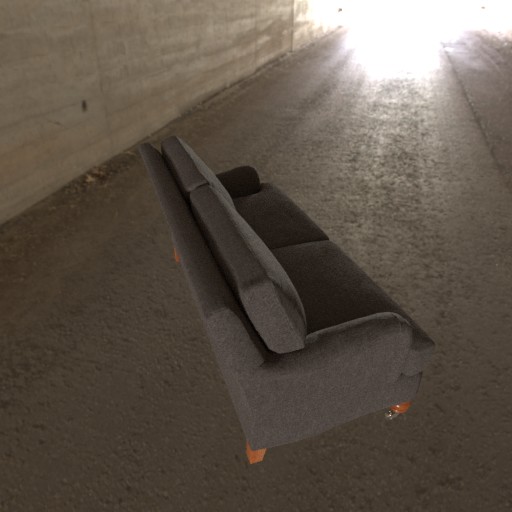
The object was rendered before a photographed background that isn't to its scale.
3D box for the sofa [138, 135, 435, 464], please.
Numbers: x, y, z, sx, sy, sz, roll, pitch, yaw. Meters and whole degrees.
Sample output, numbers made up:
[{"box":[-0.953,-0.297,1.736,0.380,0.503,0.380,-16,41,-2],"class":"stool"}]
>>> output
[{"box":[0.000,0.000,2.747,1.087,1.054,2.160,-10,32,-16],"class":"sofa"}]
